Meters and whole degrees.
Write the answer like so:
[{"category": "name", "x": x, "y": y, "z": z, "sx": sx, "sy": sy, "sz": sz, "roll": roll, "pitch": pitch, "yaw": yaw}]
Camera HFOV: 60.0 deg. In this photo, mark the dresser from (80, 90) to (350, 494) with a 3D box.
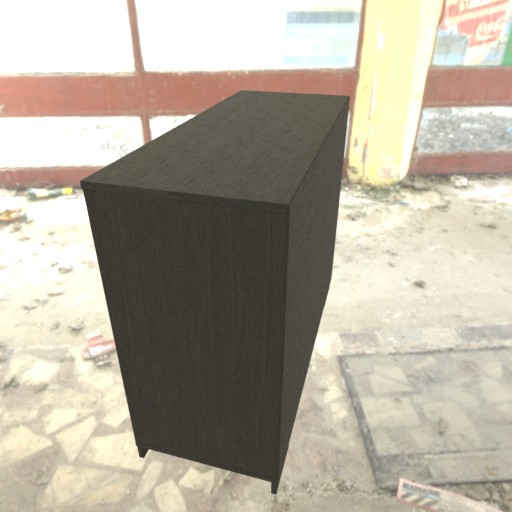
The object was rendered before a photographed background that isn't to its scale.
[{"category": "dresser", "x": 0.000, "y": 0.000, "z": 1.402, "sx": 0.404, "sy": 0.816, "sz": 0.994, "roll": 8, "pitch": 31, "yaw": 14}]
